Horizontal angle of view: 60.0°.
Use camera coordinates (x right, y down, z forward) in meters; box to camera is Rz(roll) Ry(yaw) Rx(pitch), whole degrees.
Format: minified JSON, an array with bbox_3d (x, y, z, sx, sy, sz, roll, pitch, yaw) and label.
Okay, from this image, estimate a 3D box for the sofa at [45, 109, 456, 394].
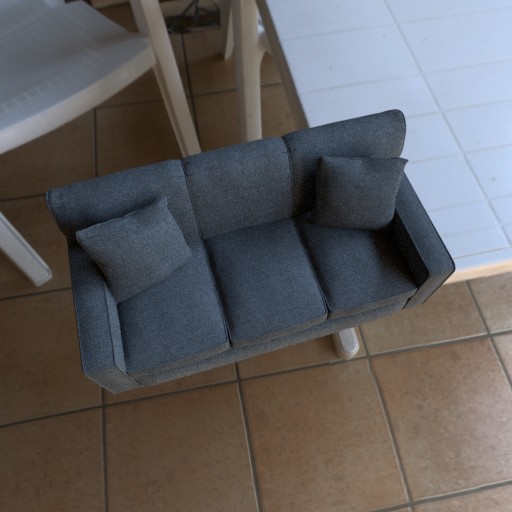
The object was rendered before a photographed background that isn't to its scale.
[{"bbox_3d":[0.000,0.000,2.600,2.024,0.958,0.997,-15,64,-7],"label":"sofa"}]
